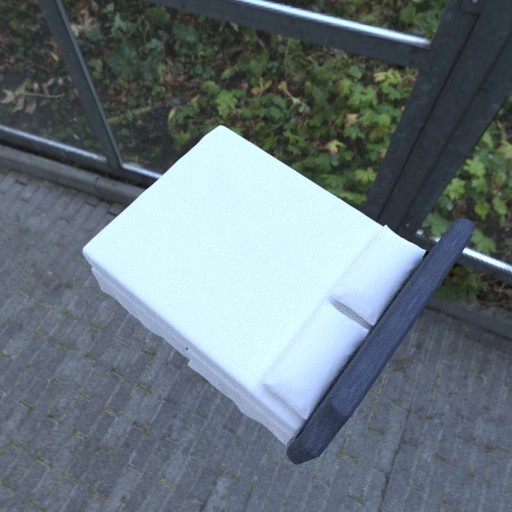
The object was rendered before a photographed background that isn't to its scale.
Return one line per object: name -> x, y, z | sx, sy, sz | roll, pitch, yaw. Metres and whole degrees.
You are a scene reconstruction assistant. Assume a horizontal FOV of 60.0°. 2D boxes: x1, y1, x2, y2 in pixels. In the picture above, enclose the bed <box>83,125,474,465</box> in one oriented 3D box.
bed -> 0.000, 0.000, 3.103 | 2.116, 1.290, 1.693 | 36, 69, 16
